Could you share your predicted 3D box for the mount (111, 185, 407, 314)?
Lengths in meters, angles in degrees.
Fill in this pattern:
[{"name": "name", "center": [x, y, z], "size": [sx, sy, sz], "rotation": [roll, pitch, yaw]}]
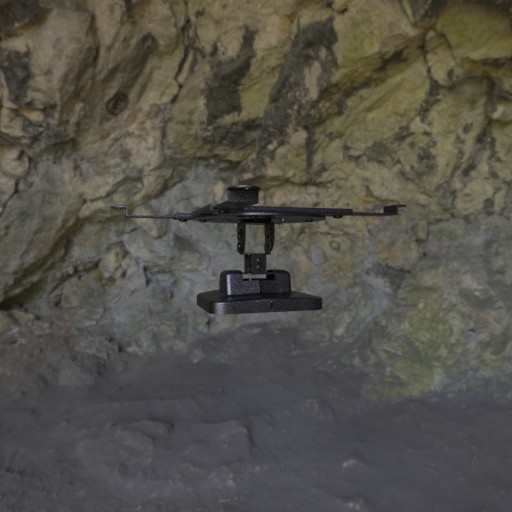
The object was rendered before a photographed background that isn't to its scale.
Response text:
[{"name": "mount", "center": [0.000, 0.000, 0.631], "size": [0.394, 0.141, 0.394], "rotation": [0, 1, -18]}]
